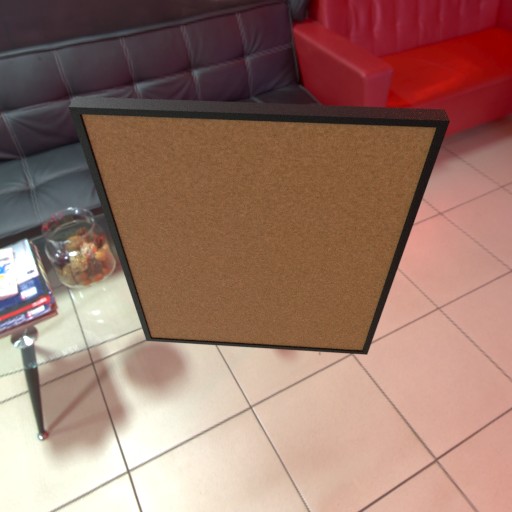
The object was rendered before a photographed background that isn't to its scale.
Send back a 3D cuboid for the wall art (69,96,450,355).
[{"bbox_3d":[0.000,0.000,0.529,0.330,0.381,0.019,3,47,3],"label":"wall art"}]
